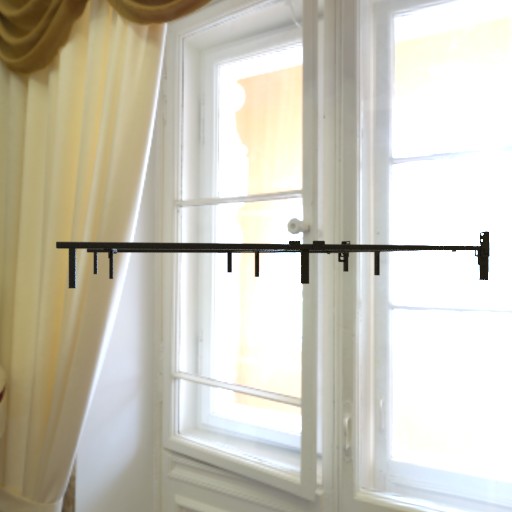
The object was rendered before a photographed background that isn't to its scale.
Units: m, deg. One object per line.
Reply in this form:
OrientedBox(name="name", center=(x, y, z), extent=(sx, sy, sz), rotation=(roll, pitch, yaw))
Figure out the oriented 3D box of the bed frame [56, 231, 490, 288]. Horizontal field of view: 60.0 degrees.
OrientedBox(name="bed frame", center=(0.000, 0.000, 2.637), extent=(1.990, 0.248, 1.498), rotation=(0, 0, -17))
